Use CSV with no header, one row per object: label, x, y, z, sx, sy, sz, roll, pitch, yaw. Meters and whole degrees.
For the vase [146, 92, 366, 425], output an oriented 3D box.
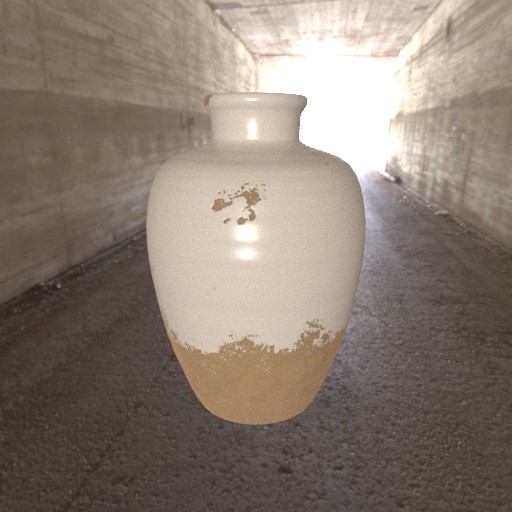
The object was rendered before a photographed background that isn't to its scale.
vase,0.000,0.000,0.335,0.158,0.228,0.158,0,17,0
